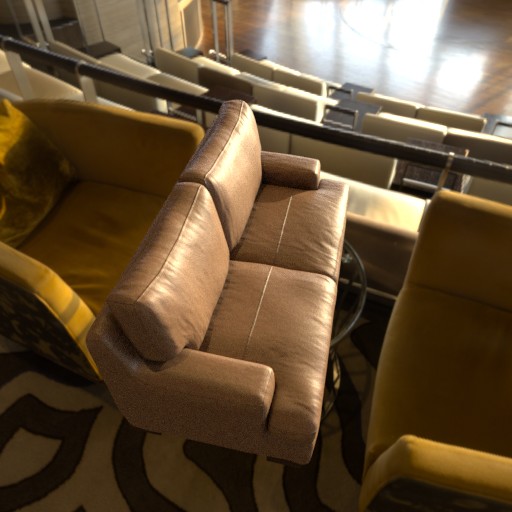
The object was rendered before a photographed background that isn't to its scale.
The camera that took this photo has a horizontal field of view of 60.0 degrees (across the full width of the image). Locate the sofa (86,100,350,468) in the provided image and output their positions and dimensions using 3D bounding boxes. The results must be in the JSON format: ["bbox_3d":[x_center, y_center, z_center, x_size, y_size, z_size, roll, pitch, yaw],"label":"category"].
[{"bbox_3d":[0.000,0.000,2.476,0.962,0.980,1.855,9,46,9],"label":"sofa"}]
